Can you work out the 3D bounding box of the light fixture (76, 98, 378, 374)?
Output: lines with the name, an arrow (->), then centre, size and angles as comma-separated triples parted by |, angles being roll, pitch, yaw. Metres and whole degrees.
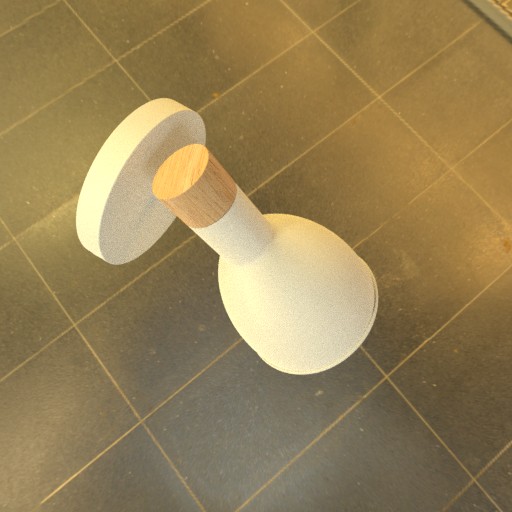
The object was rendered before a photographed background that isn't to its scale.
light fixture -> 0.000, 0.000, 0.336 | 0.209, 0.199, 0.127 | 31, 77, 8
